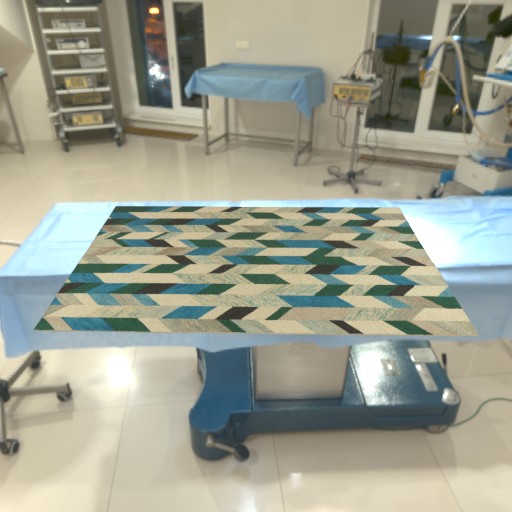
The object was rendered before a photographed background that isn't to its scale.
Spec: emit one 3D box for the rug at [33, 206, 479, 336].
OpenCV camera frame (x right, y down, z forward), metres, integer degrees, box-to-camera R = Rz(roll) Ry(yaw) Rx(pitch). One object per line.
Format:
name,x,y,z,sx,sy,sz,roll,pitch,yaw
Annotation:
rug,0.000,0.000,2.329,1.827,0.005,1.229,0,31,1
